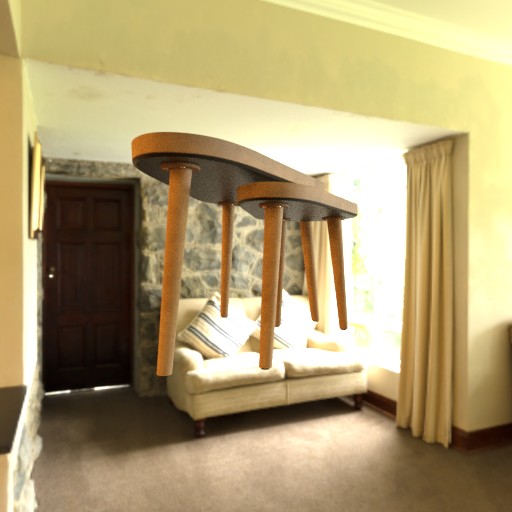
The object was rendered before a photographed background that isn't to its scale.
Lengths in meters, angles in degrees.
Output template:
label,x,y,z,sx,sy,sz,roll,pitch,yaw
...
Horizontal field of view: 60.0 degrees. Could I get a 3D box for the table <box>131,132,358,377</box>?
label,x,y,z,sx,sy,sz,roll,pitch,yaw
table,0.000,0.000,1.606,0.701,0.595,1.190,0,0,17
